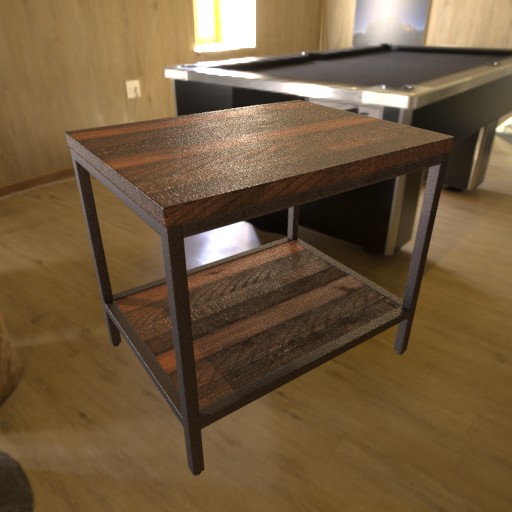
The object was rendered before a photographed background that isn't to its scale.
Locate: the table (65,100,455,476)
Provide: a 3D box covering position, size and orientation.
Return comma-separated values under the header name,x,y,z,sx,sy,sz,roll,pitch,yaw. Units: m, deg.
name,x,y,z,sx,sy,sz,roll,pitch,yaw
table,0.000,0.000,1.120,0.678,0.612,0.524,-19,34,-30
